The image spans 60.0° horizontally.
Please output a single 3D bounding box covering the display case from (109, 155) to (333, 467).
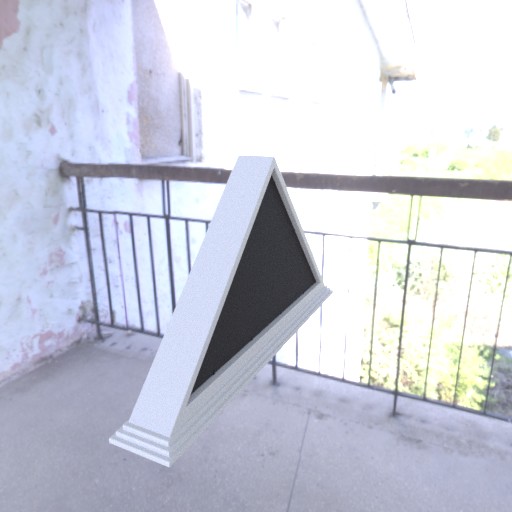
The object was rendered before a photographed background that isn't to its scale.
[{"bbox_3d":[0.000,0.000,0.769,0.095,0.340,0.640,8,18,26],"label":"display case"}]
